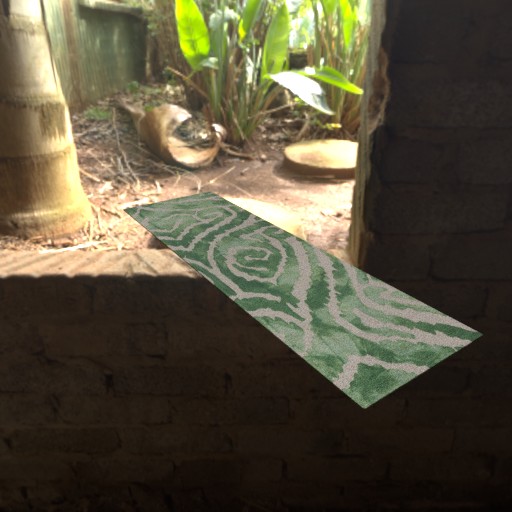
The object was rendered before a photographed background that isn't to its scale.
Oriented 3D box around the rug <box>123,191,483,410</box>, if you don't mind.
[{"bbox_3d":[0.000,0.000,2.666,0.761,0.006,2.438,-17,32,-31],"label":"rug"}]
